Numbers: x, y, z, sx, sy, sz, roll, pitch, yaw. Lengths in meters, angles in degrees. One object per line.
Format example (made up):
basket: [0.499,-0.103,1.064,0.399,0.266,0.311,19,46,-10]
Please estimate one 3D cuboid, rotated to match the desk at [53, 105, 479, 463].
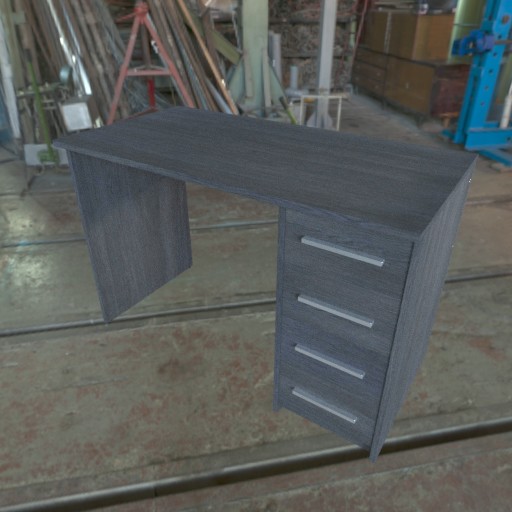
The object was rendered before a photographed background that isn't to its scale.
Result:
desk: [0.000,0.000,1.459,1.096,0.730,0.560,19,36,28]
